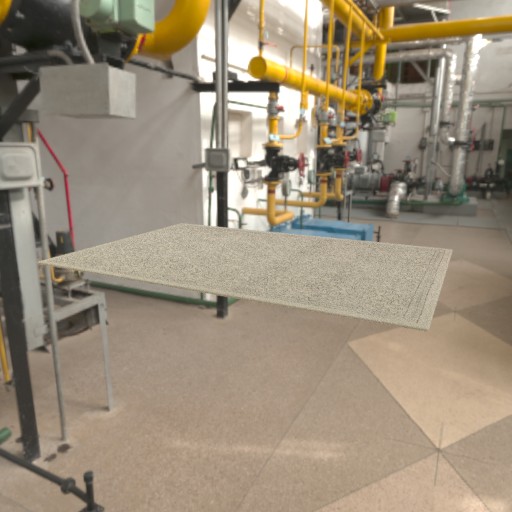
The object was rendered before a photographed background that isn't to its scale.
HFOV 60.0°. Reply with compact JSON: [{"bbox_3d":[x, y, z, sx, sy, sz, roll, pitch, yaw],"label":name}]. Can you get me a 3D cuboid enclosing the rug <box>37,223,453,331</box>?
[{"bbox_3d":[0.000,0.000,2.325,1.829,0.010,1.219,7,16,26],"label":"rug"}]
